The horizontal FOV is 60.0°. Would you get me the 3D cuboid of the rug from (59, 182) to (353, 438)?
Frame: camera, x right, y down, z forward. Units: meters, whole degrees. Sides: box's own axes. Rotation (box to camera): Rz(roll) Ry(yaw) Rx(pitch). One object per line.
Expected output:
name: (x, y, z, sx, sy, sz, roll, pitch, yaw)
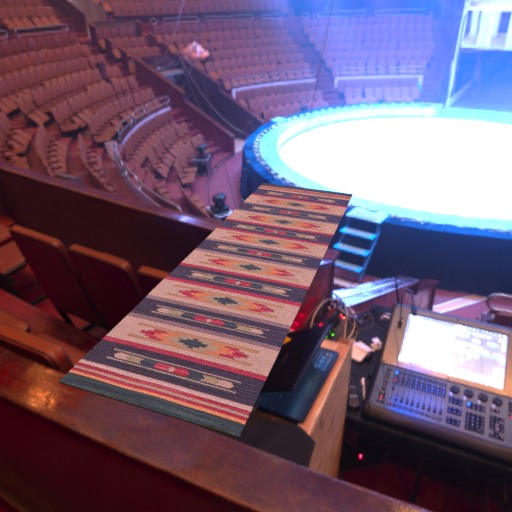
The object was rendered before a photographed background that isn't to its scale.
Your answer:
rug: (0.000, 0.000, 2.617, 0.760, 0.009, 2.440, 10, 30, 17)
